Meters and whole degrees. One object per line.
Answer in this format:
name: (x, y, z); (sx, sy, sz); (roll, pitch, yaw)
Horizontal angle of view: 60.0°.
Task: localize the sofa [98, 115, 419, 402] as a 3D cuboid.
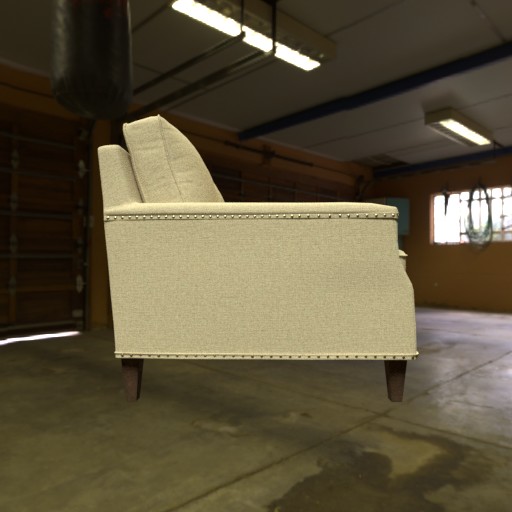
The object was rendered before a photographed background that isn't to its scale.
sofa: (0.000, 0.000, 2.223); (1.084, 1.003, 1.597); (0, -1, 1)
